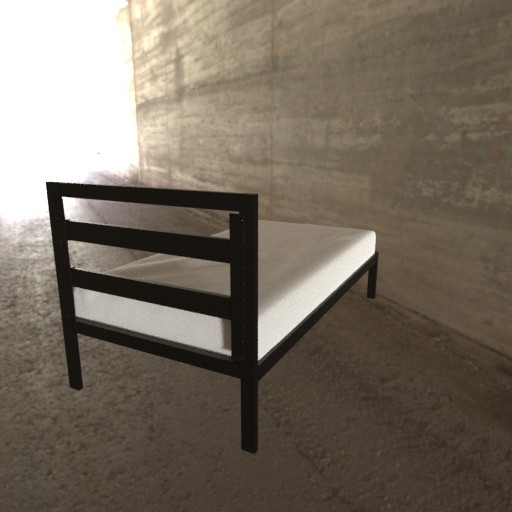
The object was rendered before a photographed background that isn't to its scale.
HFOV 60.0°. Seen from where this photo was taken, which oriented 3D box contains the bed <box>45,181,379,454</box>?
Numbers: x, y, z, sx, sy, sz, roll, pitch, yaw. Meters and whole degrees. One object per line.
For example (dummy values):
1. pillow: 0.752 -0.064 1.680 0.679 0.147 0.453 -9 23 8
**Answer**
1. bed: 0.000 0.000 2.569 0.991 0.967 1.930 8 17 27
